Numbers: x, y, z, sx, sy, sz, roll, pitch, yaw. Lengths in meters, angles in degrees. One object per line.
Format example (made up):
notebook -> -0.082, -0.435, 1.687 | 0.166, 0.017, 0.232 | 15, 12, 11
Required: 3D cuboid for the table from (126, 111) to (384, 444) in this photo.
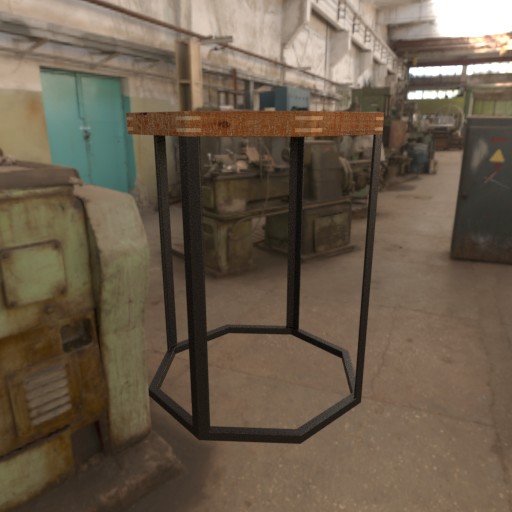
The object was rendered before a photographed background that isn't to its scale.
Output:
table -> 0.000, 0.000, 0.888 | 0.458, 0.543, 0.458 | 8, 19, 24
